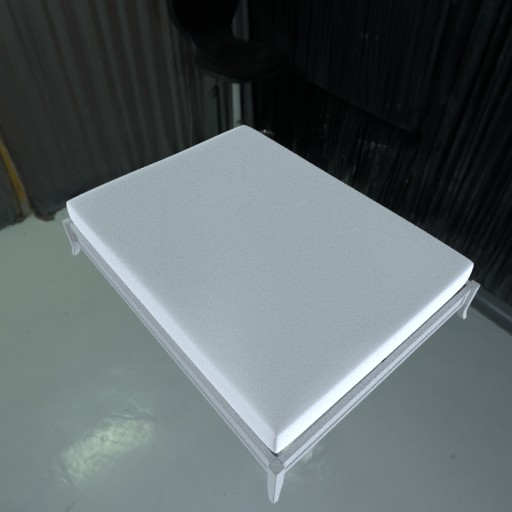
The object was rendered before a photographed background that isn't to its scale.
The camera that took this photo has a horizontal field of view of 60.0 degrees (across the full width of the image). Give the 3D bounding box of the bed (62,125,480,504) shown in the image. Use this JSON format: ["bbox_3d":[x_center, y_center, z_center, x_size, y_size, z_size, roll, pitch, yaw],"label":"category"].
[{"bbox_3d":[0.000,0.000,2.742,1.604,0.510,2.108,-31,53,-27],"label":"bed"}]
